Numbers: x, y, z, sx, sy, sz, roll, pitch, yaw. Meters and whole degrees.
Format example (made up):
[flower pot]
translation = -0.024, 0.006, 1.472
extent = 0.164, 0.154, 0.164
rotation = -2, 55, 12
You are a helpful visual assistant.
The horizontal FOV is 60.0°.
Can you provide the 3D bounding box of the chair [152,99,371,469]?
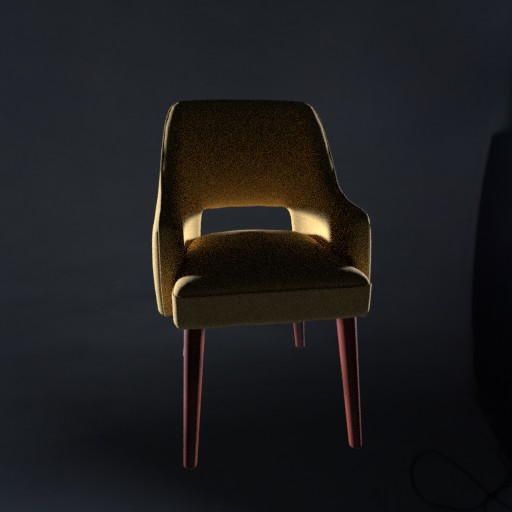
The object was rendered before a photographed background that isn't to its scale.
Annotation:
[chair]
translation = 0.000, 0.000, 1.239
extent = 0.548, 0.849, 0.605
rotation = -3, 17, -9
